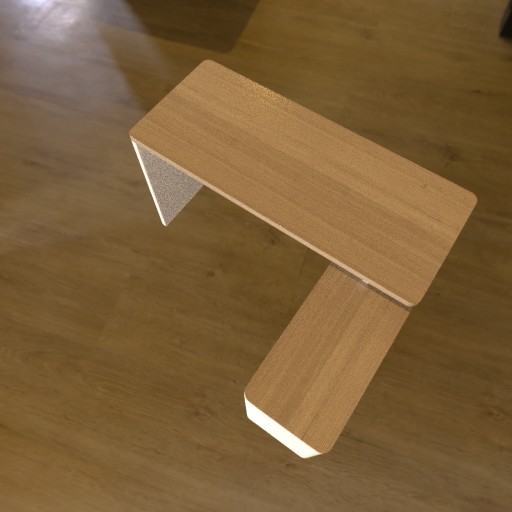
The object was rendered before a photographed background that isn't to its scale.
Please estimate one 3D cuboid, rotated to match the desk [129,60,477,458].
[{"bbox_3d":[0.000,0.000,2.108,1.400,0.770,1.175,32,68,15],"label":"desk"}]
